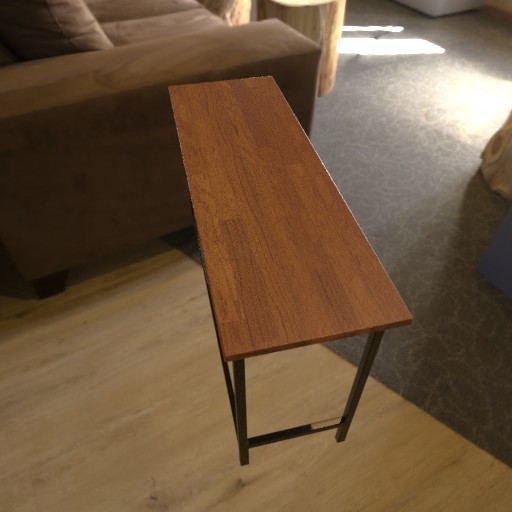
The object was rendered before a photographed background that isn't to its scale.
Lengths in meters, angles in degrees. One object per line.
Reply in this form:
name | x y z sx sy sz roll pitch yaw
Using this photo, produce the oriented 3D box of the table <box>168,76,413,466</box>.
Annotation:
table | 0.000 0.000 1.579 0.408 0.740 1.204 -9 47 -9
